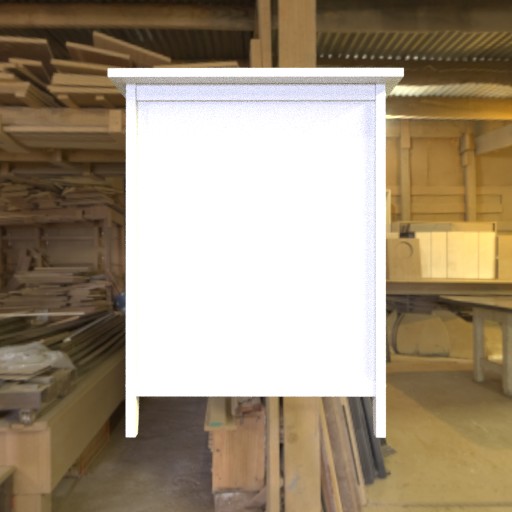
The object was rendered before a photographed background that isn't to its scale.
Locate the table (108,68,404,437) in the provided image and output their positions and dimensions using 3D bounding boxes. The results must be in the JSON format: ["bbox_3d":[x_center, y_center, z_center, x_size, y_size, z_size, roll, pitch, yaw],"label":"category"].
[{"bbox_3d":[0.000,0.000,0.759,0.381,0.483,0.381,0,0,0],"label":"table"}]
